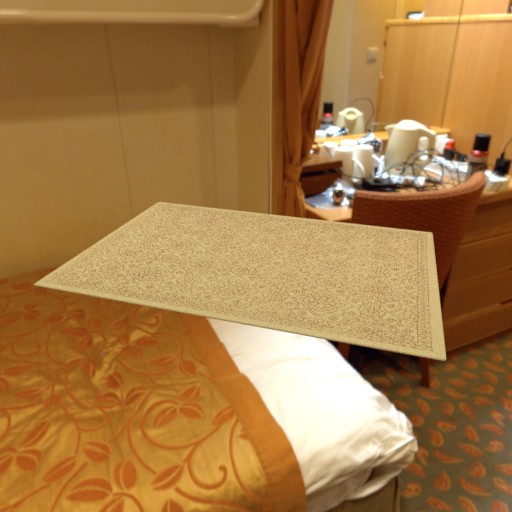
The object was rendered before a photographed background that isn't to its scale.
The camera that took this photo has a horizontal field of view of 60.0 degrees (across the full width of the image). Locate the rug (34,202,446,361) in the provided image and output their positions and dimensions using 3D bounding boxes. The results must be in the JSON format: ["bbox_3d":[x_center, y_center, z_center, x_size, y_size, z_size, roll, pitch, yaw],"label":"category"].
[{"bbox_3d":[0.000,0.000,2.372,1.829,0.010,1.219,8,28,16],"label":"rug"}]
